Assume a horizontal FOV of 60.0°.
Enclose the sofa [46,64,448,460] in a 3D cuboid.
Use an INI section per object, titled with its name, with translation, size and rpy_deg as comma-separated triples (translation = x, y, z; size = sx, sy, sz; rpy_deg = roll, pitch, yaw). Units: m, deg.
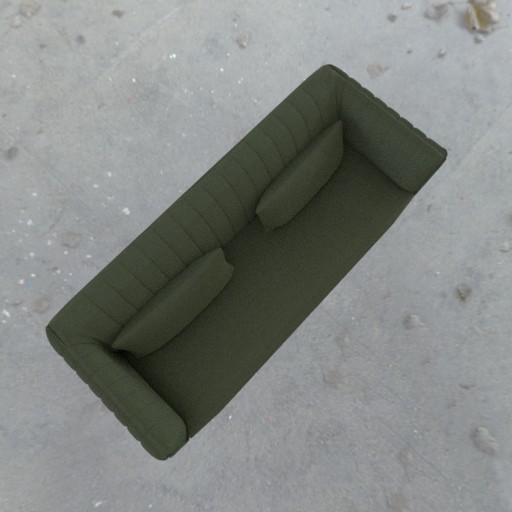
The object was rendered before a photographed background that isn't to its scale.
[sofa]
translation = 0.000, 0.000, 2.543
size = 0.896, 0.793, 2.137
rpy_deg = 43, 79, 10
